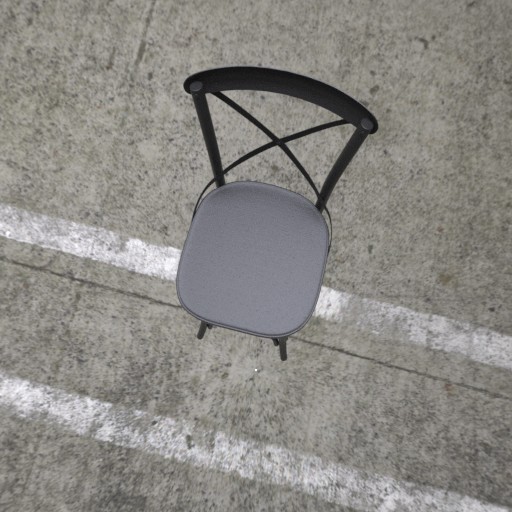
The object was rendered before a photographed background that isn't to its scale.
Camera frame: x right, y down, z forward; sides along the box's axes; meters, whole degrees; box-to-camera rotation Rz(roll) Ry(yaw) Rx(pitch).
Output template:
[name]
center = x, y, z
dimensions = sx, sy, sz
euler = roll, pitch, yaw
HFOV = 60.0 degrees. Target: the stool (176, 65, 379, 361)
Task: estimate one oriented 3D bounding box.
[stool]
center = 0.000, 0.000, 1.483
dimensions = 0.457, 1.168, 0.584
euler = 14, 76, 3
